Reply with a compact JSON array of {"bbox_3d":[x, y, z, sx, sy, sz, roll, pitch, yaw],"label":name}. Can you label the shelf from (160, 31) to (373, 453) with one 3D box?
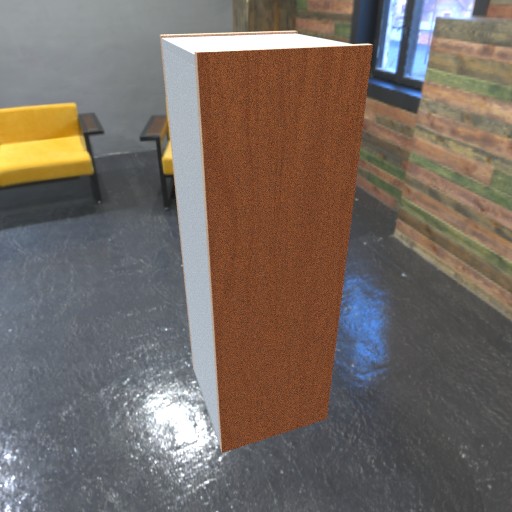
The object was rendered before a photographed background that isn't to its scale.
[{"bbox_3d":[0.000,0.000,1.021,0.290,0.900,0.300,-11,33,-17],"label":"shelf"}]
